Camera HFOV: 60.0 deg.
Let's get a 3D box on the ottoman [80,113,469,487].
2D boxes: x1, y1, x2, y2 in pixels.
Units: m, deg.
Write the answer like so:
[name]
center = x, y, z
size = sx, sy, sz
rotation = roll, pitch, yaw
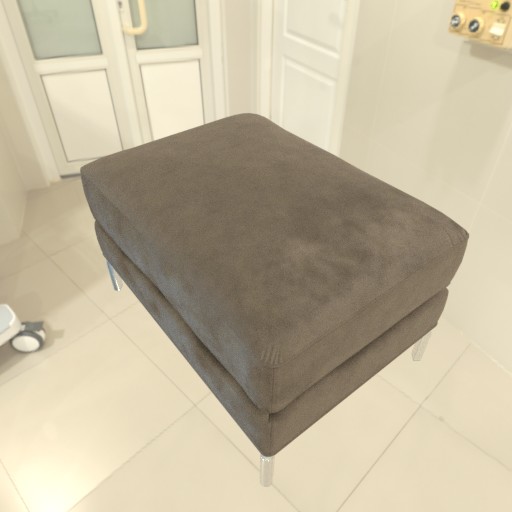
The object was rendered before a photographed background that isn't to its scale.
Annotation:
[ottoman]
center = 0.000, 0.000, 1.045
size = 0.520, 0.456, 0.719
rotation = -27, 48, -28
